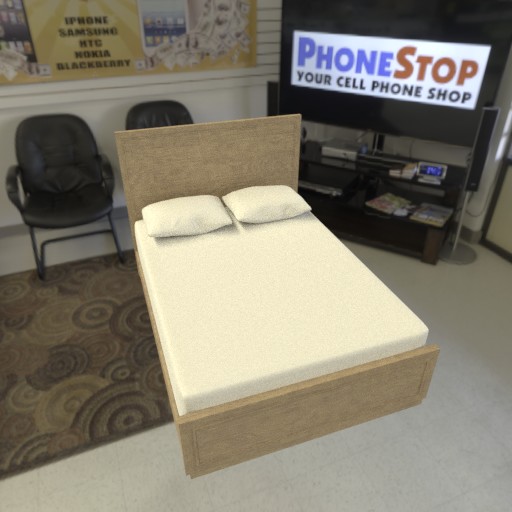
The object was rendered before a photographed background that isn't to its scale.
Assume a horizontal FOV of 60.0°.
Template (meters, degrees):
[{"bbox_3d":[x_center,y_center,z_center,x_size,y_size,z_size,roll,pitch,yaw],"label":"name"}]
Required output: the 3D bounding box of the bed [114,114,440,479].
[{"bbox_3d":[0.000,0.000,3.236,1.606,1.369,2.189,-11,34,-16],"label":"bed"}]
